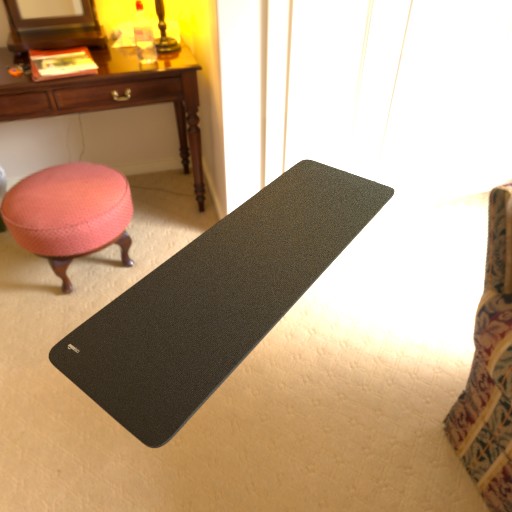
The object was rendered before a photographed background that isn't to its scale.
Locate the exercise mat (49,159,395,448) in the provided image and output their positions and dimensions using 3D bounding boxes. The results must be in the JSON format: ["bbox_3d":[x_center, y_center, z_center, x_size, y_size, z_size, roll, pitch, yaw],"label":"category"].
[{"bbox_3d":[0.000,0.000,2.081,0.616,0.021,1.869,26,48,27],"label":"exercise mat"}]
